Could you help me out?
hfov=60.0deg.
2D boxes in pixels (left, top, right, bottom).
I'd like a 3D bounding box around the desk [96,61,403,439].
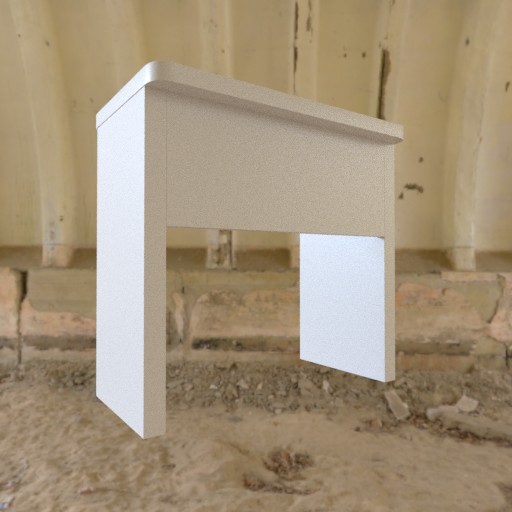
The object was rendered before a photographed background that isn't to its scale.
[{"bbox_3d":[0.000,0.000,1.260,0.790,0.760,0.446,1,-1,-35],"label":"desk"}]
